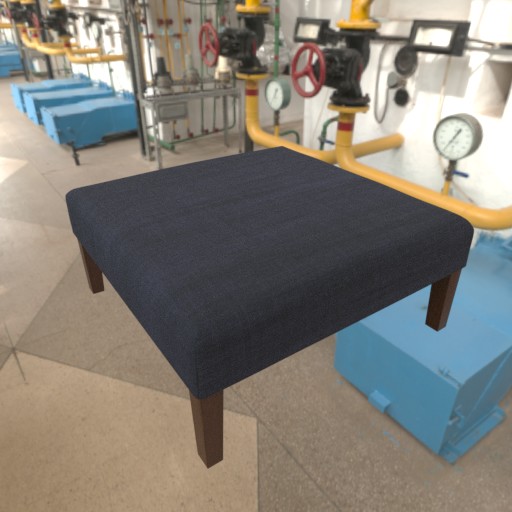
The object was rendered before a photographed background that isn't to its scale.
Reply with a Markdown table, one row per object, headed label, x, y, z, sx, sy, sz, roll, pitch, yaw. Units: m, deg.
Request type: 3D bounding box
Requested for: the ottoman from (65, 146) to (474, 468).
| label | x | y | z | sx | sy | sz | roll | pitch | yaw |
| --- | --- | --- | --- | --- | --- | --- | --- | --- | --- |
| ottoman | 0.000 | 0.000 | 1.404 | 0.890 | 0.411 | 0.889 | -19 | 35 | -30 |
